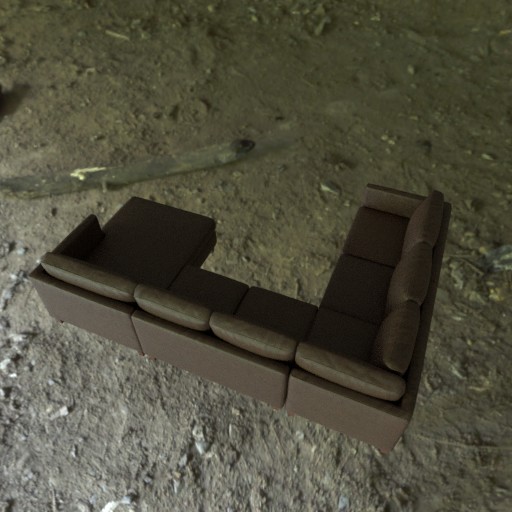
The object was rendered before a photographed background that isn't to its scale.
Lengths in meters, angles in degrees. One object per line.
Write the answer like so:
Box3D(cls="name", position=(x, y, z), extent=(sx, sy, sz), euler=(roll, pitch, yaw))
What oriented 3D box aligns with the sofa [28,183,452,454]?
Box3D(cls="sofa", position=(0.000, 0.000, 4.535), extent=(3.460, 0.923, 2.593), euler=(17, 50, 15))
